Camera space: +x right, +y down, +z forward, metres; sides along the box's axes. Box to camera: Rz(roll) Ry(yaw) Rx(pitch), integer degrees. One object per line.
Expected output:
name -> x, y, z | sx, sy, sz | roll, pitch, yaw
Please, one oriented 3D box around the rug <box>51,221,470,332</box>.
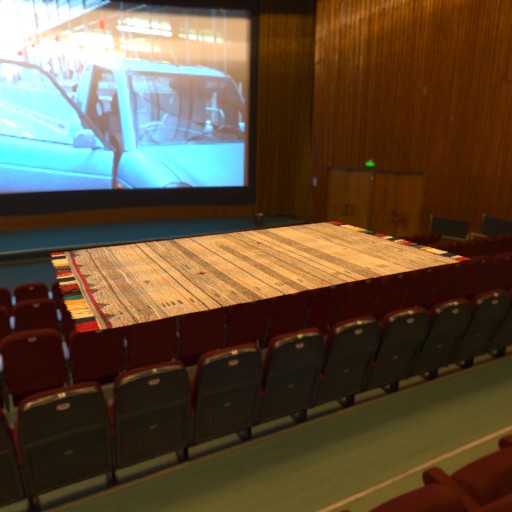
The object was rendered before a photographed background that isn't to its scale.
rug -> 0.000, 0.000, 2.985 | 2.465, 0.012, 1.465 | -8, 17, -27
